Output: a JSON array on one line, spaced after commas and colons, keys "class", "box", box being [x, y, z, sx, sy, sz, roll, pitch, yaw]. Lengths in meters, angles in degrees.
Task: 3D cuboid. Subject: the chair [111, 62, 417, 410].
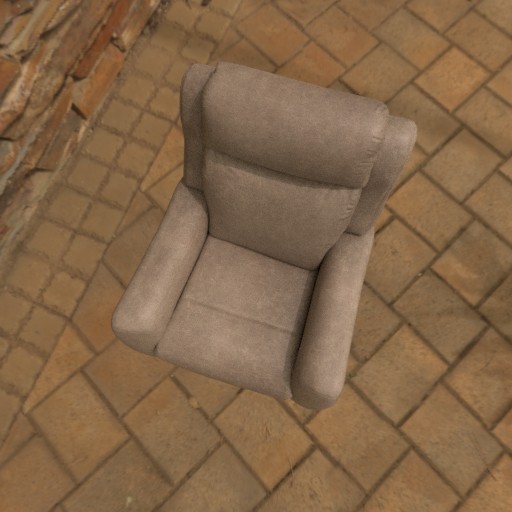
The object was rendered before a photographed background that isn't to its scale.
[{"class": "chair", "box": [0.000, 0.000, 1.887, 0.967, 1.116, 1.068, 17, 74, 5]}]
